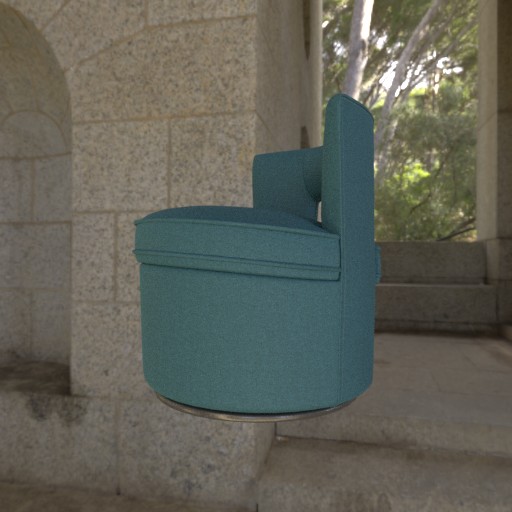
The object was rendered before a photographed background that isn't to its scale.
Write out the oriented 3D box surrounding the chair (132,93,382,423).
[{"bbox_3d":[0.000,0.000,1.226,0.660,0.711,0.684,0,0,-17],"label":"chair"}]
